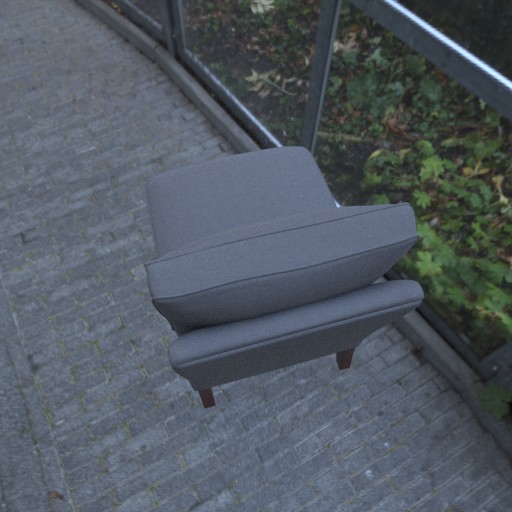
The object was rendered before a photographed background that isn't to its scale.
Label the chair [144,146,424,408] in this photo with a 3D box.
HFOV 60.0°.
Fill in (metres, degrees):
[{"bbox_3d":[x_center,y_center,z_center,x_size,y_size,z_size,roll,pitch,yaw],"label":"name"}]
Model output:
[{"bbox_3d":[0.000,0.000,1.668,0.724,1.045,0.924,-13,61,-8],"label":"chair"}]
